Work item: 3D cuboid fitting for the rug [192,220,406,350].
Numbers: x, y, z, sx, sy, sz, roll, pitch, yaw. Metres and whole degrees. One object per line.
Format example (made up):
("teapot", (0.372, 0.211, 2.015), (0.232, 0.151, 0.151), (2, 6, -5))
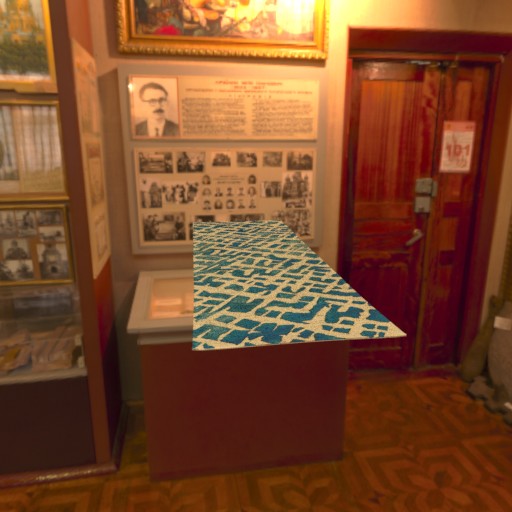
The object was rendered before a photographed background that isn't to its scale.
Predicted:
("rug", (0.000, 0.000, 2.708), (0.768, 0.011, 2.446), (-2, 15, -8))
